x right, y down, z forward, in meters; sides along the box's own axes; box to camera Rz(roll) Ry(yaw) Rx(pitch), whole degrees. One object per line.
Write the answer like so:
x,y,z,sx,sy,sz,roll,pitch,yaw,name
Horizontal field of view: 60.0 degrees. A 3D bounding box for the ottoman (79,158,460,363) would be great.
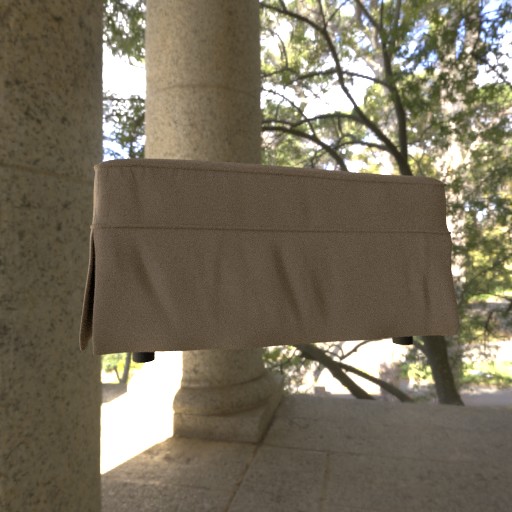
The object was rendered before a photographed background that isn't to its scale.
0.000,0.000,1.347,0.959,0.482,0.721,0,0,-17,ottoman
